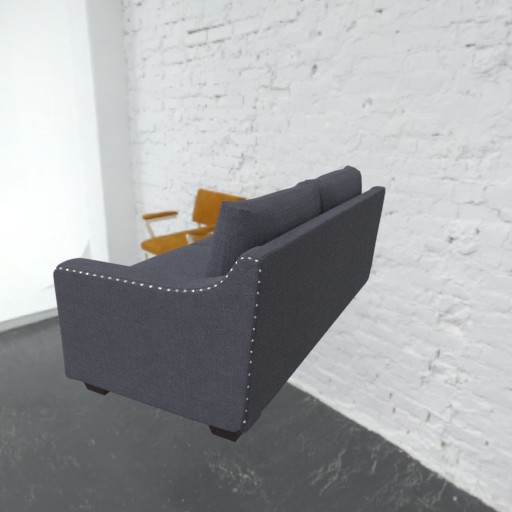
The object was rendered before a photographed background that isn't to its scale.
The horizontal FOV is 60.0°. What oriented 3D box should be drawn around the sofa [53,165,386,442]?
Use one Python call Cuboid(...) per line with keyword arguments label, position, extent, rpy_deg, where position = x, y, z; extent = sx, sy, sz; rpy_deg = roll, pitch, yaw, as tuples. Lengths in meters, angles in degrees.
Cuboid(label="sofa", position=(0.000, 0.000, 3.300), extent=(1.336, 1.196, 2.550), rpy_deg=(8, 18, 26))
